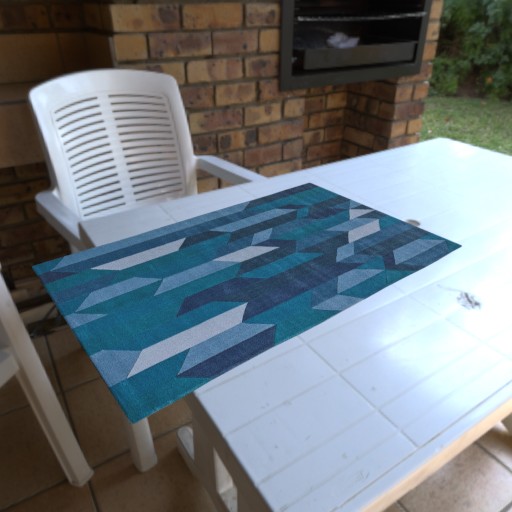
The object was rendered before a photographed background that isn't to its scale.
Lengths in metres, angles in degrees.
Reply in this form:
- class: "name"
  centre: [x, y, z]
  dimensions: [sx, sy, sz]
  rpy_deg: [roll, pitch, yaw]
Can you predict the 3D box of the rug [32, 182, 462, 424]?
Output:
- class: "rug"
  centre: [0.000, 0.000, 2.928]
  dimensions: [2.420, 0.005, 1.528]
  rpy_deg: [-21, 36, -32]
